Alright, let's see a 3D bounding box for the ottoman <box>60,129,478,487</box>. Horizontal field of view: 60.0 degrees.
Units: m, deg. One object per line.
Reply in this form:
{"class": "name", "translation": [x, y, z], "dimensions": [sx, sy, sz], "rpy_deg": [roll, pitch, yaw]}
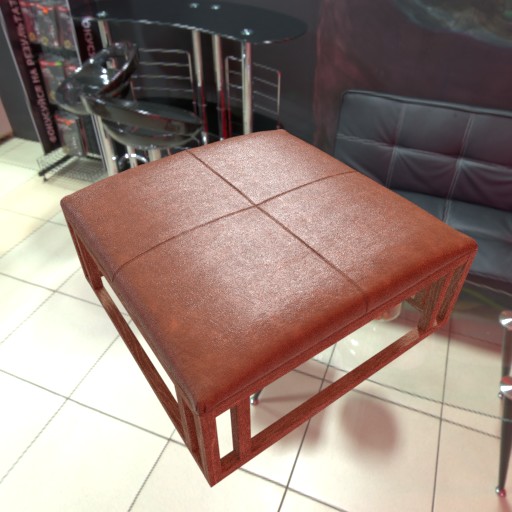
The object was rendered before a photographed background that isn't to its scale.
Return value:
{"class": "ottoman", "translation": [0.000, 0.000, 1.585], "dimensions": [1.013, 0.442, 1.016], "rpy_deg": [-25, 46, -26]}
